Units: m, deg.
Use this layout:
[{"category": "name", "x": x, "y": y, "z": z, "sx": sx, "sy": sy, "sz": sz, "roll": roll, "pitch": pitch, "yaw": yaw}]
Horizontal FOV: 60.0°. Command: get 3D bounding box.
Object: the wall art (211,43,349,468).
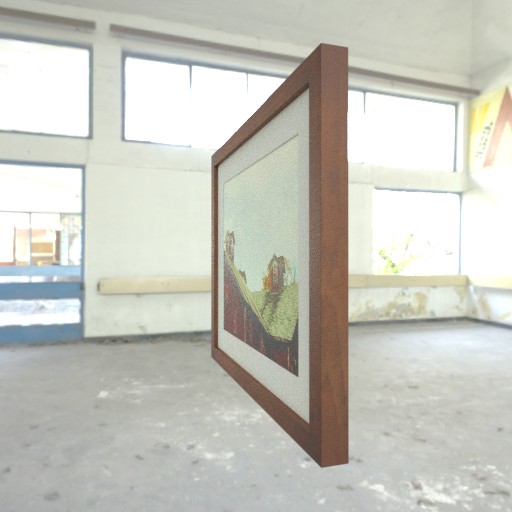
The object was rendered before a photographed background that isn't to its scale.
[{"category": "wall art", "x": 0.000, "y": 0.000, "z": 0.747, "sx": 0.033, "sy": 0.457, "sz": 0.558, "roll": 0, "pitch": 0, "yaw": -18}]
